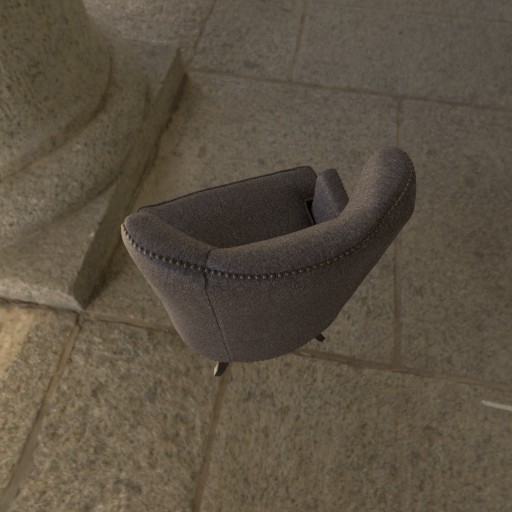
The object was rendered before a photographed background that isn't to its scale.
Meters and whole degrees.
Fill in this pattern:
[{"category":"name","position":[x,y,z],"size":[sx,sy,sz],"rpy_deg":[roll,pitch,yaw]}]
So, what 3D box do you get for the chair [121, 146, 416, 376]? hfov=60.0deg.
[{"category":"chair","position":[0.000,0.000,1.571],"size":[0.759,1.060,0.758],"rpy_deg":[-16,60,-10]}]
